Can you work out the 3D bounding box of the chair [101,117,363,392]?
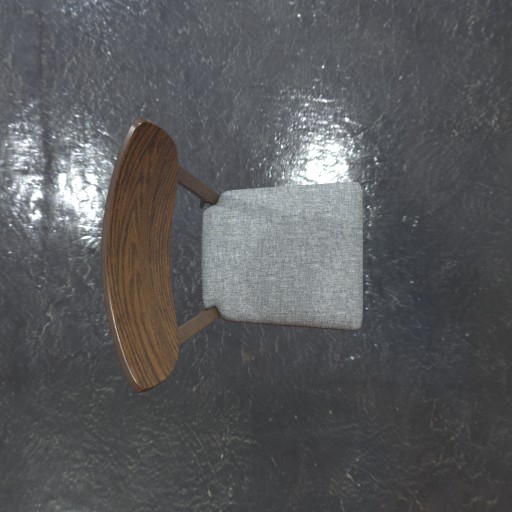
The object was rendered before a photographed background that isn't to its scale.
[{"bbox_3d":[0.000,0.000,1.201,0.583,0.849,0.491,0,90,-1],"label":"chair"}]
